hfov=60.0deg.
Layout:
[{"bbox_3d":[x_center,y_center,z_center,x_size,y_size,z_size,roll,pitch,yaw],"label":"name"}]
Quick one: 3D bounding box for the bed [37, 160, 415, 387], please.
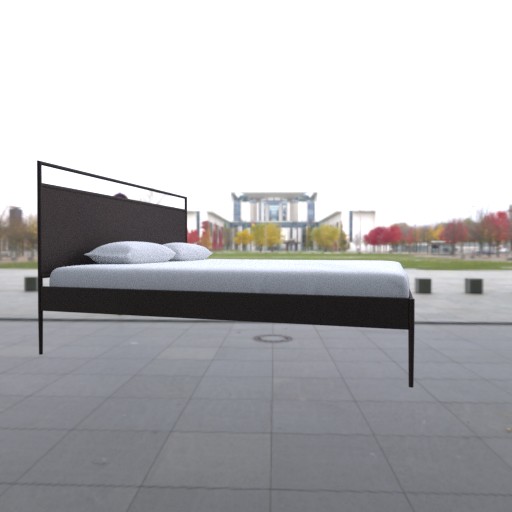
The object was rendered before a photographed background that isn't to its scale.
[{"bbox_3d":[0.000,0.000,3.305,2.151,1.173,1.993,0,1,17],"label":"bed"}]
